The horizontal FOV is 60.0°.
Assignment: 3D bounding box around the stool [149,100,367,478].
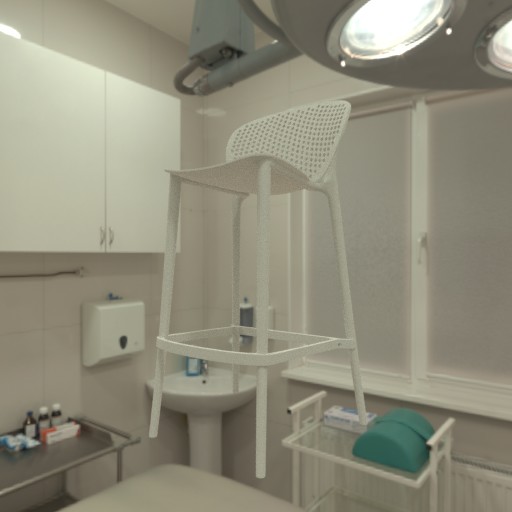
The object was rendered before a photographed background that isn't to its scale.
[{"bbox_3d":[0.000,0.000,1.354,0.536,1.045,0.535,0,0,37],"label":"stool"}]
